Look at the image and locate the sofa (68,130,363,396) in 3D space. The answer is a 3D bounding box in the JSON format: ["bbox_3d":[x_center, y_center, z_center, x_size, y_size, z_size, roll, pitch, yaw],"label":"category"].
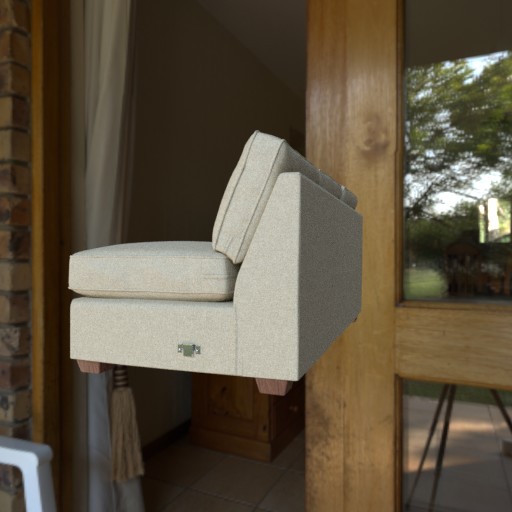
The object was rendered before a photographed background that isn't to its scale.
[{"bbox_3d":[0.000,0.000,2.594,1.027,0.973,1.962,0,1,20],"label":"sofa"}]
